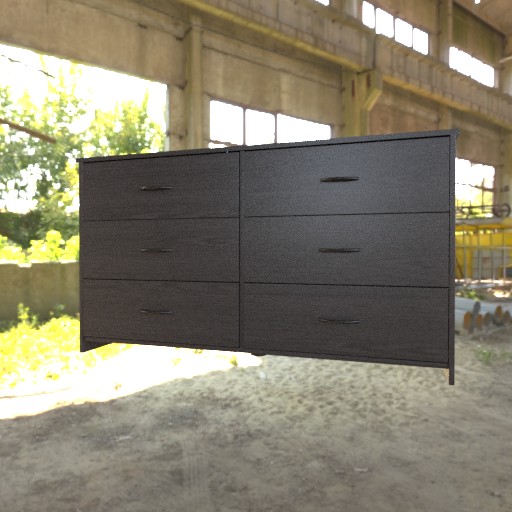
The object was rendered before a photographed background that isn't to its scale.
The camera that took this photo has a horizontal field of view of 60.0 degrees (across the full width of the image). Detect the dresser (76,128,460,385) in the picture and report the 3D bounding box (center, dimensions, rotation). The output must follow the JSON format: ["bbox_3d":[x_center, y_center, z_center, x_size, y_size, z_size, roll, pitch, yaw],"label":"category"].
[{"bbox_3d":[0.000,0.000,1.668,1.360,0.755,0.401,0,1,18],"label":"dresser"}]
